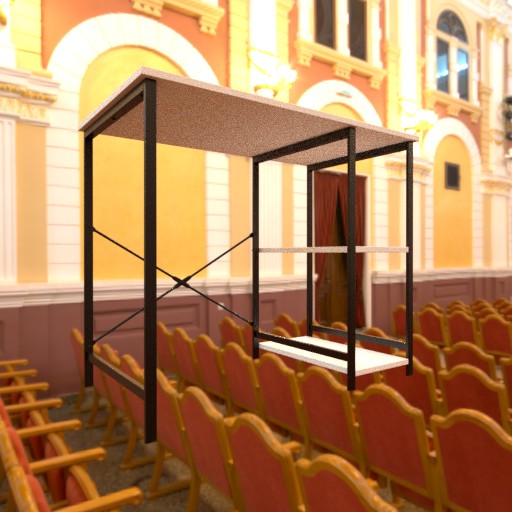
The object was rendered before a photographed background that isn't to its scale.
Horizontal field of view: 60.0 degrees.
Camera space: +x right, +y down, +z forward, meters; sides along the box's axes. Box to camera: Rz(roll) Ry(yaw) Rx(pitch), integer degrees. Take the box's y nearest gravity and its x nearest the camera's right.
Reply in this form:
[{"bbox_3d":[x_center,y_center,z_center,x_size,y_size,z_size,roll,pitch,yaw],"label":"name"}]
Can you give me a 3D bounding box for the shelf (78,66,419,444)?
[{"bbox_3d":[0.000,0.000,1.332,0.902,0.750,0.498,0,0,-35],"label":"shelf"}]
